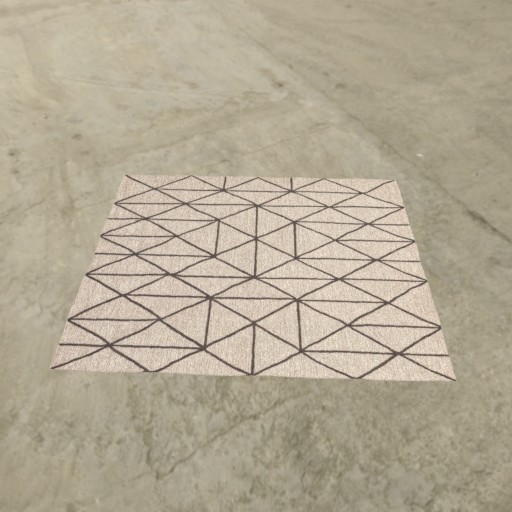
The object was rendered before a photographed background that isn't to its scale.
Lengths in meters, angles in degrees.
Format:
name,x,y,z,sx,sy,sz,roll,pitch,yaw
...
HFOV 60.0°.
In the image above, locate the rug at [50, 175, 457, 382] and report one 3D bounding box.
name,x,y,z,sx,sy,sz,roll,pitch,yaw
rug,0.000,0.000,4.134,3.061,0.022,2.468,1,46,1
